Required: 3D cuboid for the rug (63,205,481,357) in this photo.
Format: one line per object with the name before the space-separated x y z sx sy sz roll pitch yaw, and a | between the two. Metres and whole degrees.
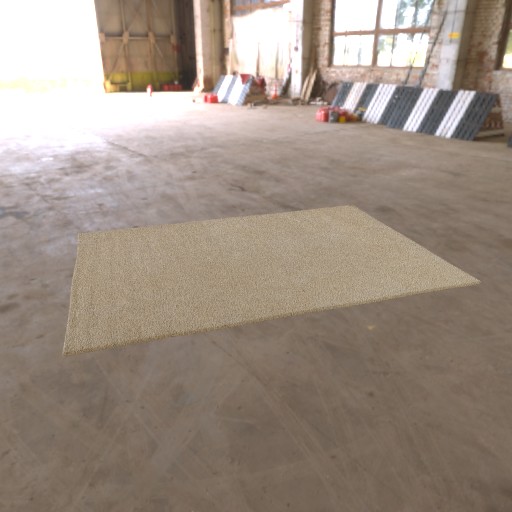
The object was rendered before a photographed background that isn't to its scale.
rug | 0.000 0.000 3.479 2.699 0.025 1.800 -7 25 -16
